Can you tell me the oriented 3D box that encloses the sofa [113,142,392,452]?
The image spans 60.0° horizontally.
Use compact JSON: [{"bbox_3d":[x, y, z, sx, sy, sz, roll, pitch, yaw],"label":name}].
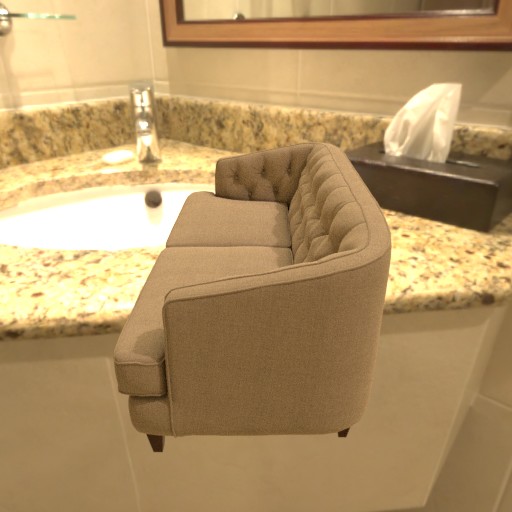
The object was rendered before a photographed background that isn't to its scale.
[{"bbox_3d":[0.000,0.000,2.195,0.941,0.855,1.733,1,27,1],"label":"sofa"}]
